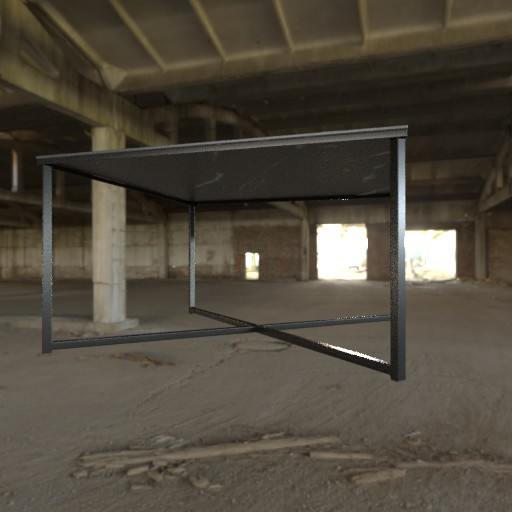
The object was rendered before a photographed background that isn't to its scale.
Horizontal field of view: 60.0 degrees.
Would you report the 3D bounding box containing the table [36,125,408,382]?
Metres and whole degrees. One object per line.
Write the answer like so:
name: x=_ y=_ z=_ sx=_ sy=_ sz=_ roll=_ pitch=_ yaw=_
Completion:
table: x=0.000 y=0.000 z=1.269 sx=0.800 sy=0.450 sz=0.800 roll=0 pitch=0 yaw=17
